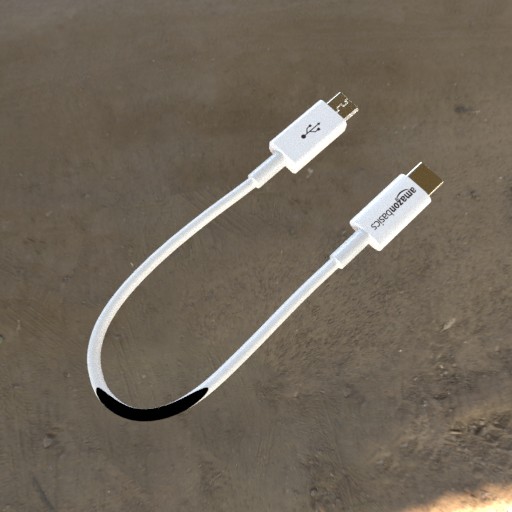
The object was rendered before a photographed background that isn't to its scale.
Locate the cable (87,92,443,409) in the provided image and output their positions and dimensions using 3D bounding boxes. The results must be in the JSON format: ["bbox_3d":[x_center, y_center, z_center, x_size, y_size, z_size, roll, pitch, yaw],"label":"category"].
[{"bbox_3d":[0.000,0.000,0.110,0.098,0.006,0.040,-42,78,-11],"label":"cable"}]
